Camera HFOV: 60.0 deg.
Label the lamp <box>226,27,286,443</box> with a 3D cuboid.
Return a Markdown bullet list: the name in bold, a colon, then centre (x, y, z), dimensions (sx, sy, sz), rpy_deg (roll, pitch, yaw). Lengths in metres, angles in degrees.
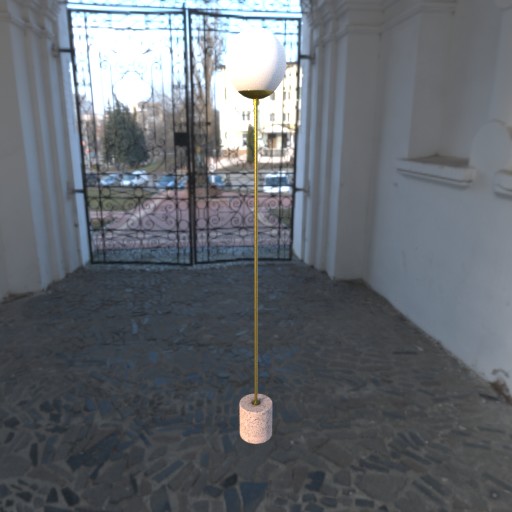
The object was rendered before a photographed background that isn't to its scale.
- **lamp**: centre (0.000, 0.000, 1.873), dimensions (0.229, 1.748, 0.229), rpy_deg (3, 16, 9)
